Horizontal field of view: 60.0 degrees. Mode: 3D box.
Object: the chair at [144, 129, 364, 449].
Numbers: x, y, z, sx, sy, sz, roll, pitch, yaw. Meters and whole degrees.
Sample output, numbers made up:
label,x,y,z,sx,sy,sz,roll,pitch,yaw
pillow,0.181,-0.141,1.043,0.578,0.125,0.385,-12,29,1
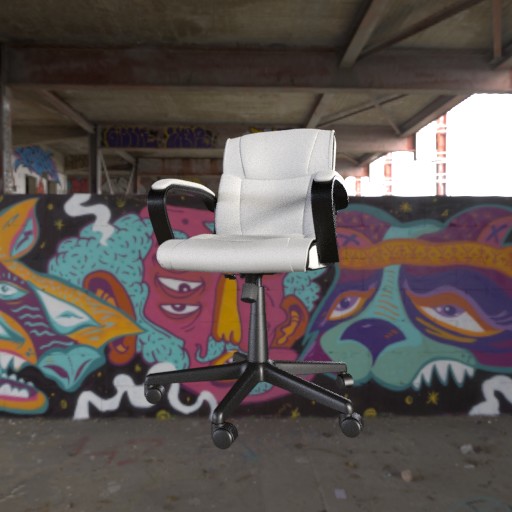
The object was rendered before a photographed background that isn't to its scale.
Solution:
label,x,y,z,sx,sy,sz,roll,pitch,yaw
chair,0.000,0.000,1.496,0.739,1.004,0.717,0,1,19
